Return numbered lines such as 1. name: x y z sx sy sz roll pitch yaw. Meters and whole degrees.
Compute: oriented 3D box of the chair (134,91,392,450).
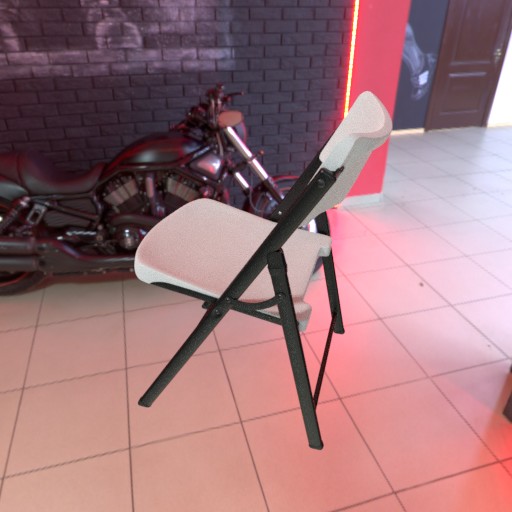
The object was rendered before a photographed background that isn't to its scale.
1. chair: 0.000 0.000 1.145 0.577 0.765 0.482 8 31 14
